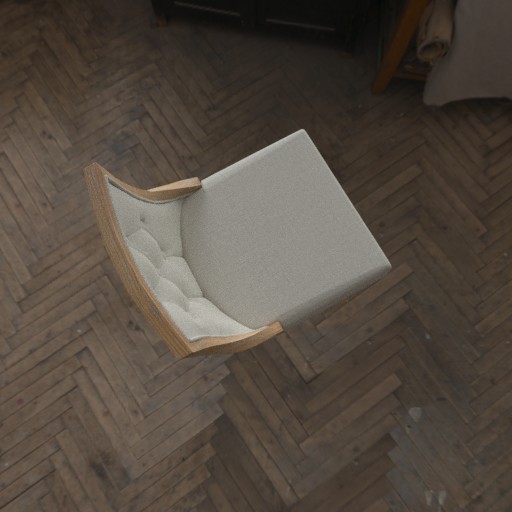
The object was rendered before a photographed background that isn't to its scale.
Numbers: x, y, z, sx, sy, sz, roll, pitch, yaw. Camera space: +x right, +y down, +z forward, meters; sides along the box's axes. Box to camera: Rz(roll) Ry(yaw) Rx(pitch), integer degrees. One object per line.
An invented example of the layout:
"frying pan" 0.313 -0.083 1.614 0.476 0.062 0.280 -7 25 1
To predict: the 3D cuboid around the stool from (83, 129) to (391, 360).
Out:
"stool" 0.000 0.000 1.423 0.626 1.101 0.524 -28 78 -6
